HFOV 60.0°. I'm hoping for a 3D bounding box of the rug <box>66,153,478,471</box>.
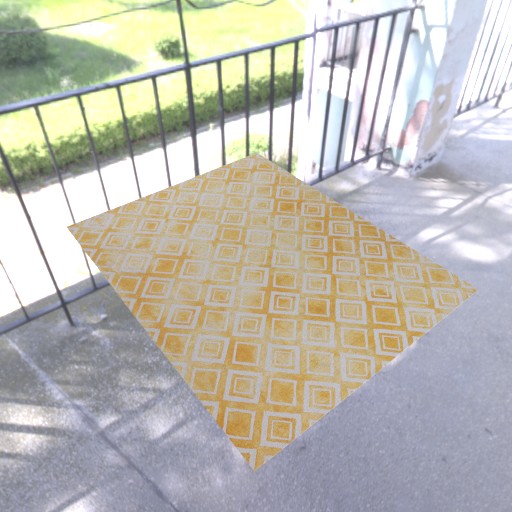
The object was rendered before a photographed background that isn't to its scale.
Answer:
[{"bbox_3d":[0.000,0.000,4.101,2.433,0.011,3.037,-28,49,-28],"label":"rug"}]
